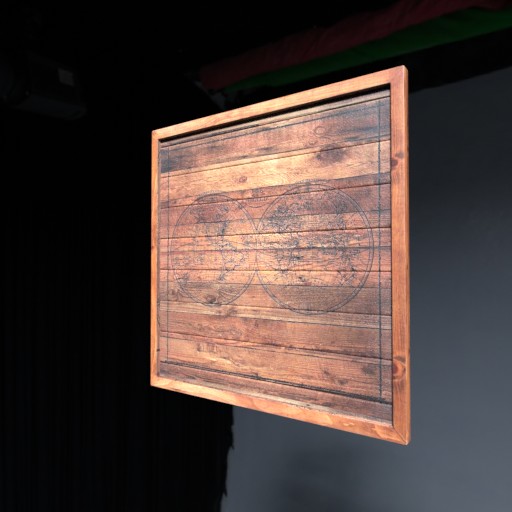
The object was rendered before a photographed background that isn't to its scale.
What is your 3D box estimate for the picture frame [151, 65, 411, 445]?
[{"bbox_3d":[0.000,0.000,1.198,0.810,0.817,0.029,-1,-2,36],"label":"picture frame"}]
